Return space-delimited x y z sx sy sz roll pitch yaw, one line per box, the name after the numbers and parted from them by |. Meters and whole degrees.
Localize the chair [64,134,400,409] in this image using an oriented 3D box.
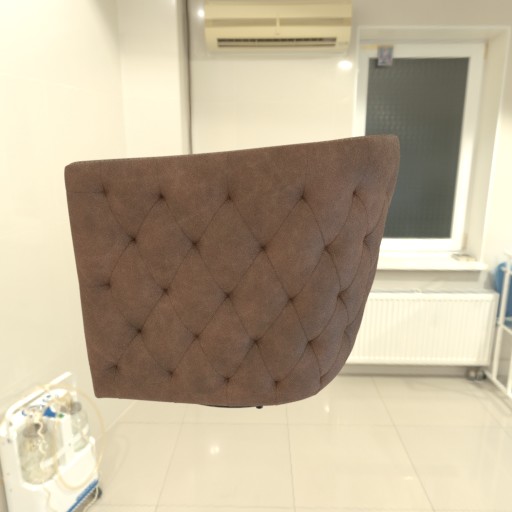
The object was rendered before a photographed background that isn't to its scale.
0.000 0.000 1.503 0.870 0.790 0.850 2 14 8 | chair
